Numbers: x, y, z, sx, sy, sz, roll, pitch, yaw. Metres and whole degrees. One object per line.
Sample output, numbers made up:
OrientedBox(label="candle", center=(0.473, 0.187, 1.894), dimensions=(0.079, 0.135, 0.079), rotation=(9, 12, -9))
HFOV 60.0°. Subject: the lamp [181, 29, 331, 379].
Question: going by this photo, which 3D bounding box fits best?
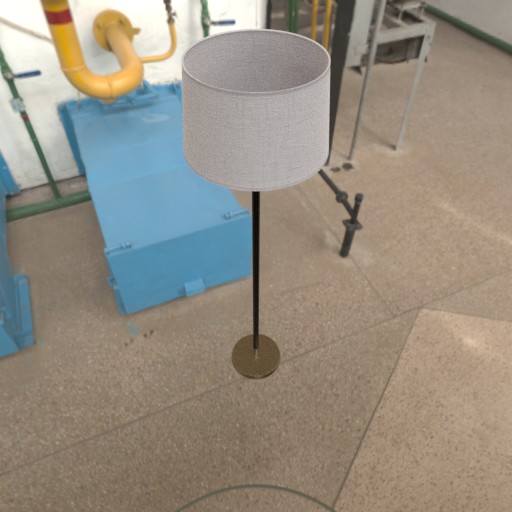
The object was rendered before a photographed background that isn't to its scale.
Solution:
OrientedBox(label="lamp", center=(0.000, 0.000, 1.629), dimensions=(0.420, 1.447, 0.420), rotation=(0, 47, 0))
